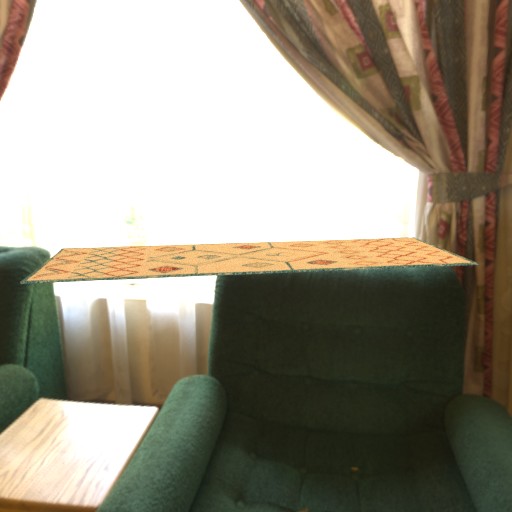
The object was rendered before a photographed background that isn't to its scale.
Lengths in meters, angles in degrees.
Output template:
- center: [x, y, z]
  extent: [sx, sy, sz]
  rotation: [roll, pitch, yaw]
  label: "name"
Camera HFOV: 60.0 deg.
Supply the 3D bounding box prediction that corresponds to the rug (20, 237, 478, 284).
- center: [0.000, 0.000, 2.688]
  extent: [2.435, 0.011, 0.750]
  rotation: [-2, 14, -8]
  label: "rug"
